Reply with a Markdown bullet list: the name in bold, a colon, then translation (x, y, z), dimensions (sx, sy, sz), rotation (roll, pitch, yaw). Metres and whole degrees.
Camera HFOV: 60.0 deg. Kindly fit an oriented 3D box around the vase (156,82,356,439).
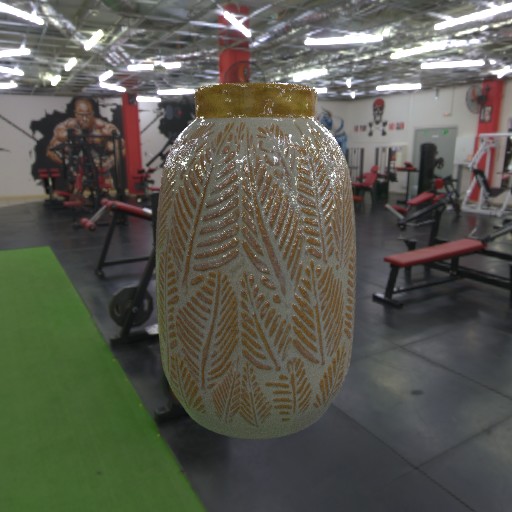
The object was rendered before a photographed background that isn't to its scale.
- **vase**: translation (0.000, 0.000, 0.383), dimensions (0.172, 0.270, 0.172), rotation (0, 14, 0)
